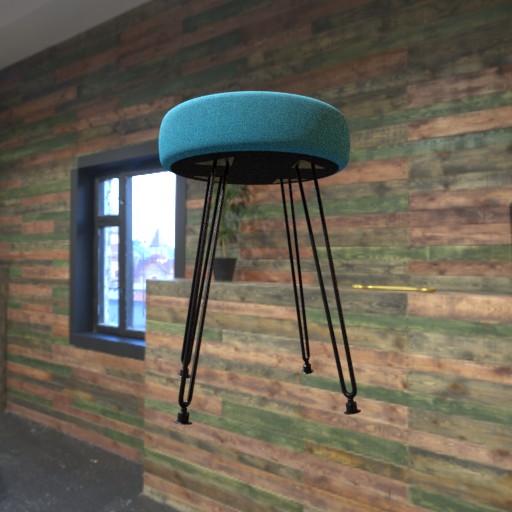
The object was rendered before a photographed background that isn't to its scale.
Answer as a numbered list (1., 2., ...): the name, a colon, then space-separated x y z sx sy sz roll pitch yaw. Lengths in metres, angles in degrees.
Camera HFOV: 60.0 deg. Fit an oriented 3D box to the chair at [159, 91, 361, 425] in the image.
1. chair: 0.000 0.000 0.710 0.350 0.440 0.350 0 -1 36
